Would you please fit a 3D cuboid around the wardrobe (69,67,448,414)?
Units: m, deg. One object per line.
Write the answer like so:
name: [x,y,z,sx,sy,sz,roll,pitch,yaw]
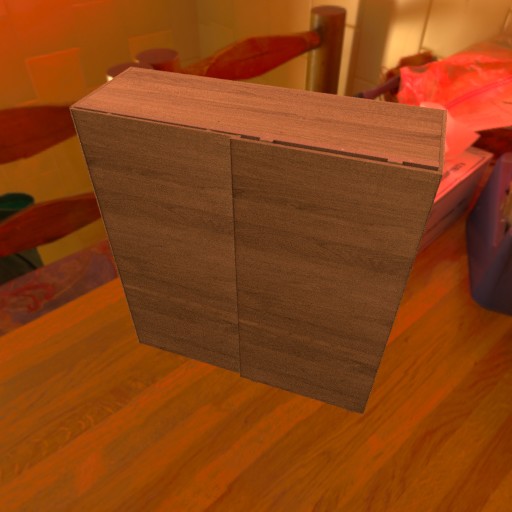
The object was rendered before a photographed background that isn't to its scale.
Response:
wardrobe: [0.000,0.000,2.839,1.780,1.960,0.629,13,44,14]
